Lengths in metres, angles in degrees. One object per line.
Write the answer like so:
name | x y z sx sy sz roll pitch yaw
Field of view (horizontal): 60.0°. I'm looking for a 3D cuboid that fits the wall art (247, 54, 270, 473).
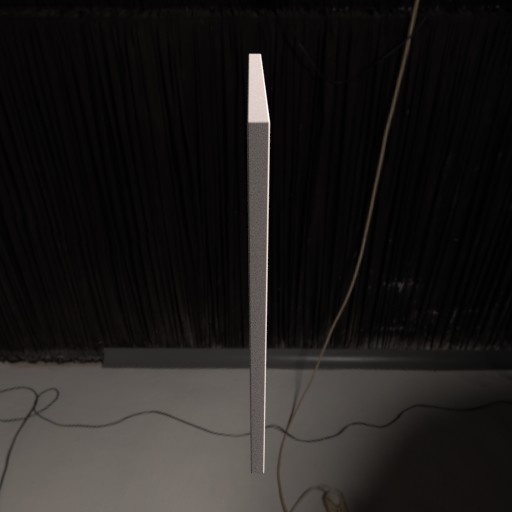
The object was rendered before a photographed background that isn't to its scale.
wall art | 0.000 0.000 1.608 0.046 1.221 0.914 0 32 -1
